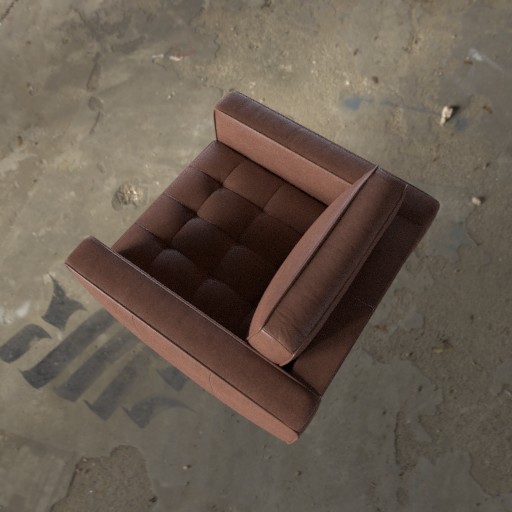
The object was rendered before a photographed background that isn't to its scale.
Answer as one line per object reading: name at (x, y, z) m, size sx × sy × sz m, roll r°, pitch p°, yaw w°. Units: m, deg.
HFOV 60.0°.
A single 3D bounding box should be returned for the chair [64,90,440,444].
chair at (0.000, 0.000, 1.575) m, size 0.900 × 0.770 × 0.920 m, roll 32°, pitch 69°, yaw 14°
